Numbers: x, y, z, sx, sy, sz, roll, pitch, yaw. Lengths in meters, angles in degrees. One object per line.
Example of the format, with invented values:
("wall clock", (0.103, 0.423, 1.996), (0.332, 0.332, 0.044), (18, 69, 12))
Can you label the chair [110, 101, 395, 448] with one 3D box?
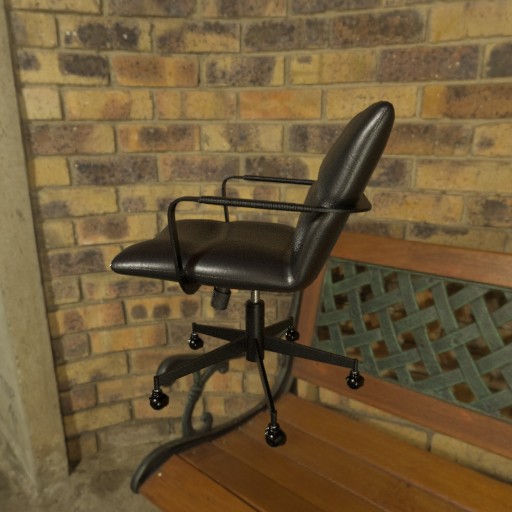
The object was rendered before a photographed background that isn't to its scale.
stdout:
("chair", (0.000, 0.000, 1.450), (0.748, 0.922, 0.719), (2, 15, 8))
